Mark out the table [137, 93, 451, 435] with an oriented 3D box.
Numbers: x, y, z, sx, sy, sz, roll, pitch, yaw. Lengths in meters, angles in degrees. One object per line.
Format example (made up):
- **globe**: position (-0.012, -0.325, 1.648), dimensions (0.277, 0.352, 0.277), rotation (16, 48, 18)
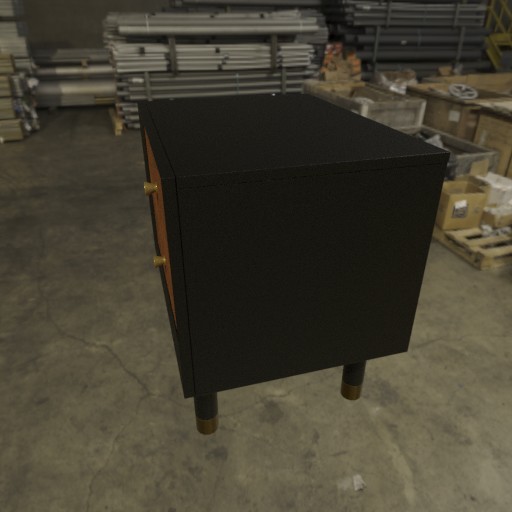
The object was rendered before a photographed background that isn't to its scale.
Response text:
- **table**: position (0.000, 0.000, 0.984), dimensions (0.441, 0.584, 0.564), rotation (-8, 30, -14)
